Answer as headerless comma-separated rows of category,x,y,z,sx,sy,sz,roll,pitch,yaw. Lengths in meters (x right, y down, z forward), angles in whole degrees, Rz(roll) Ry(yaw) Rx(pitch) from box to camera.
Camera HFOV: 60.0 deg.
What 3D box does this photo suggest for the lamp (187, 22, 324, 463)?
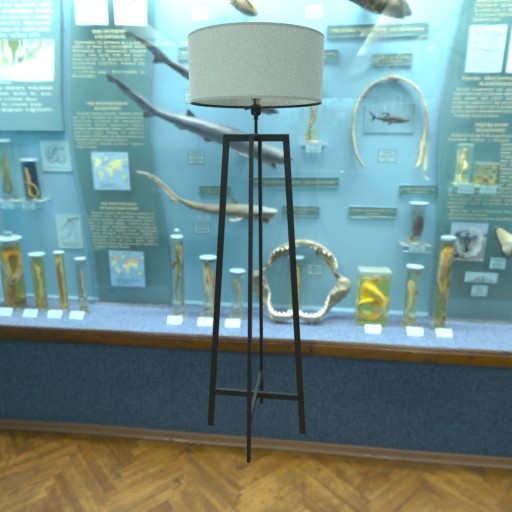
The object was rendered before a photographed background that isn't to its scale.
lamp,0.000,0.000,1.685,0.456,1.510,0.457,2,15,8
